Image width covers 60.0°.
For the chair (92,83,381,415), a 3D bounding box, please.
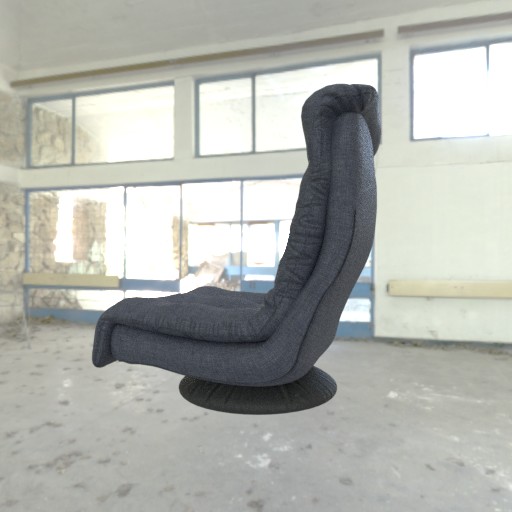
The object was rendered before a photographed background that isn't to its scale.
[{"bbox_3d":[0.000,0.000,1.218,0.668,0.749,0.597,0,0,18],"label":"chair"}]
